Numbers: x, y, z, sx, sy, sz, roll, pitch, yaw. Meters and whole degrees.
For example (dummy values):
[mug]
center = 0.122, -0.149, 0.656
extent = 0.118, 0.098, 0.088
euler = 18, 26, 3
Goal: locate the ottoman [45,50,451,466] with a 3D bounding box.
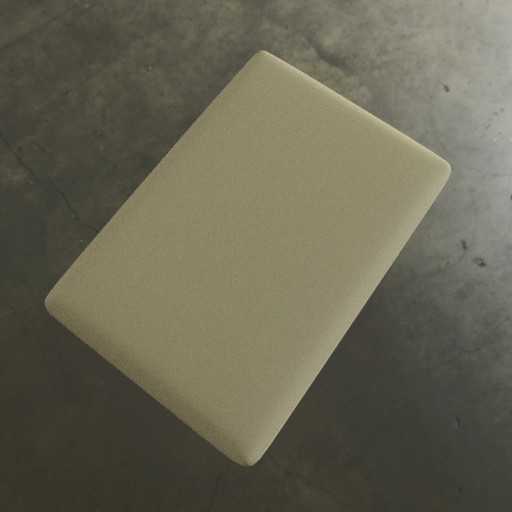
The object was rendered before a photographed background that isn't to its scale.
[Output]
[ottoman]
center = 0.000, 0.000, 1.198
extent = 0.581, 0.497, 0.835
euler = 35, 77, 9
